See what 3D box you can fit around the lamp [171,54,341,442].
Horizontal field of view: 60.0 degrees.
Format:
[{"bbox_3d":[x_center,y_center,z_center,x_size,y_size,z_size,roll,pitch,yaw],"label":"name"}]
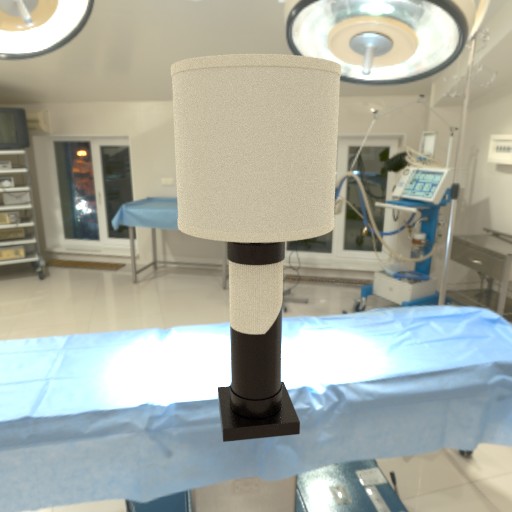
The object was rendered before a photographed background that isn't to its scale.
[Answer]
[{"bbox_3d":[0.000,0.000,0.618,0.211,0.509,0.211,-2,15,-8],"label":"lamp"}]
